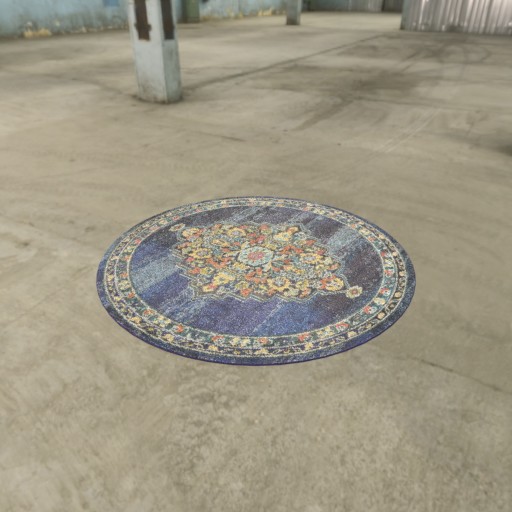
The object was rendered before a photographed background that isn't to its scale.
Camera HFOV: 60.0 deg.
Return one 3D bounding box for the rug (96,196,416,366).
[{"bbox_3d":[0.000,0.000,3.464,2.386,0.014,2.386,0,30,0],"label":"rug"}]
